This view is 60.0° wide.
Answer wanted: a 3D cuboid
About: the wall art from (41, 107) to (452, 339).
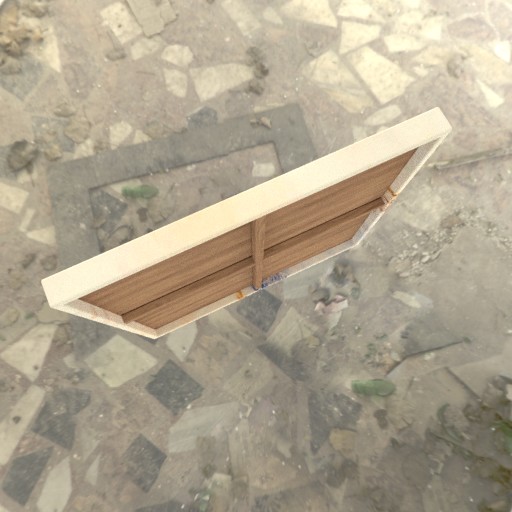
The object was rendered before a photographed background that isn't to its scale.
[{"bbox_3d":[0.000,0.000,1.578,1.061,1.061,0.071,-24,77,-6],"label":"wall art"}]
